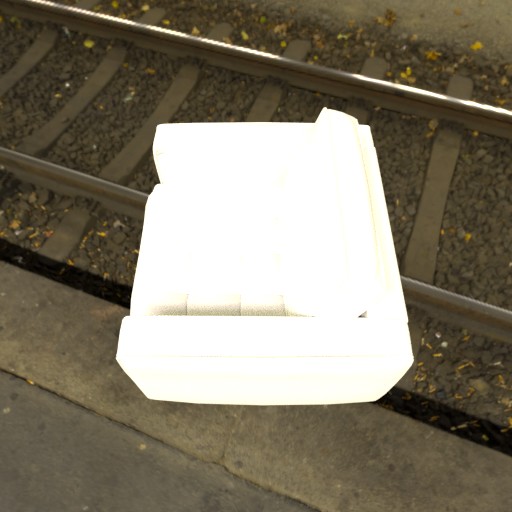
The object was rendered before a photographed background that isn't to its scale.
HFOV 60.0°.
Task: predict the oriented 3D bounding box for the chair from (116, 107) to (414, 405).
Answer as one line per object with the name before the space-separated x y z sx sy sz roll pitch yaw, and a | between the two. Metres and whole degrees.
chair | 0.000 0.000 1.541 0.843 0.773 0.928 0 58 0
